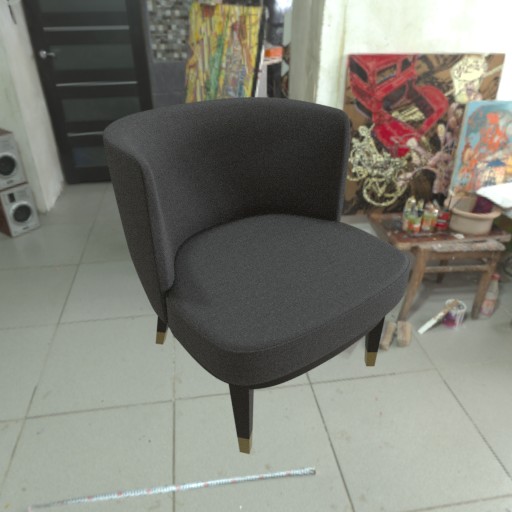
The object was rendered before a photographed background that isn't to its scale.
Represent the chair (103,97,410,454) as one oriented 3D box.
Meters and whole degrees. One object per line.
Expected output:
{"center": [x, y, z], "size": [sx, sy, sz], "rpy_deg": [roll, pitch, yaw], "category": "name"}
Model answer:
{"center": [0.000, 0.000, 1.220], "size": [0.639, 0.695, 0.698], "rpy_deg": [-22, 38, -32], "category": "chair"}
